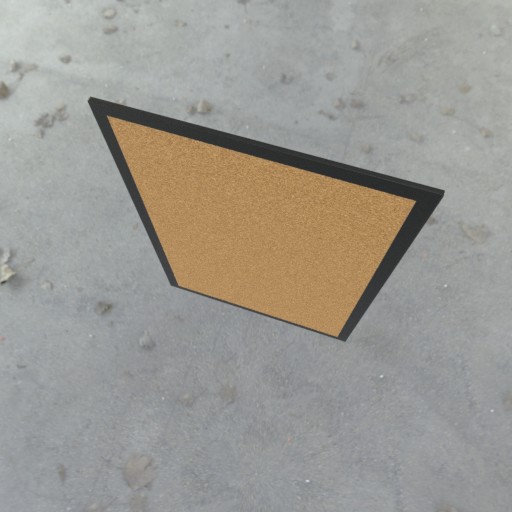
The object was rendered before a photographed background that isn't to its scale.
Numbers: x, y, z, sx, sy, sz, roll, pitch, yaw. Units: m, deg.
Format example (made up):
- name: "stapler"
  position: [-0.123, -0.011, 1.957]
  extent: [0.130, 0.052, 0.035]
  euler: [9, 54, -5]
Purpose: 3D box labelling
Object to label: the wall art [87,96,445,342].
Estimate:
- name: "wall art"
  position: [0.000, 0.000, 1.272]
  extent: [0.707, 0.967, 0.013]
  euler: [17, 65, 8]
